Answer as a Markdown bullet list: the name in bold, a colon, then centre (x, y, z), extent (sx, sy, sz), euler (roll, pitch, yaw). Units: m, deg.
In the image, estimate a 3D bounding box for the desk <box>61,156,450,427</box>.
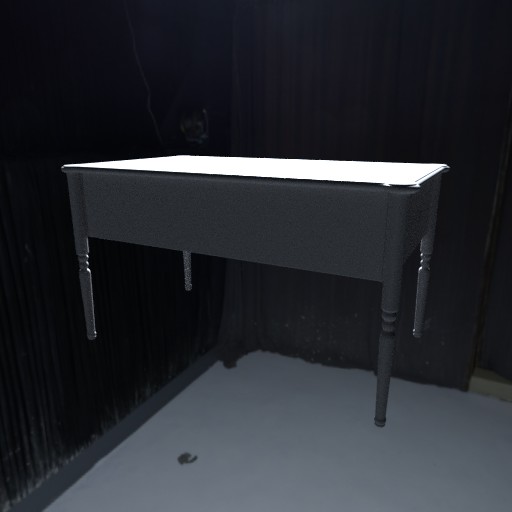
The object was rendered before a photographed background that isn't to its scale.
- **desk**: centre (0.000, 0.000, 1.889), extent (1.380, 0.762, 0.807), euler (8, 18, 27)
